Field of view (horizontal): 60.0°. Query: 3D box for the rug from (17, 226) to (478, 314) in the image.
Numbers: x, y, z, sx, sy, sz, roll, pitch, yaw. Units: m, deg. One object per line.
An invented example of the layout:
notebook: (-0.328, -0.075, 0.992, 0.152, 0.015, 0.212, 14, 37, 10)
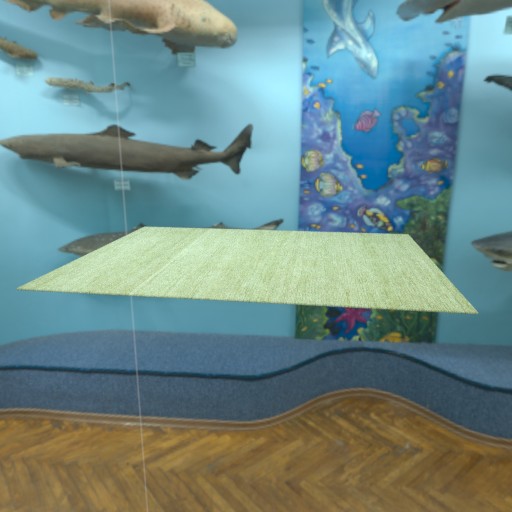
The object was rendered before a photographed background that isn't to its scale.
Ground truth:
rug: (0.000, 0.000, 4.182, 3.198, 0.016, 2.425, 2, 15, 8)
